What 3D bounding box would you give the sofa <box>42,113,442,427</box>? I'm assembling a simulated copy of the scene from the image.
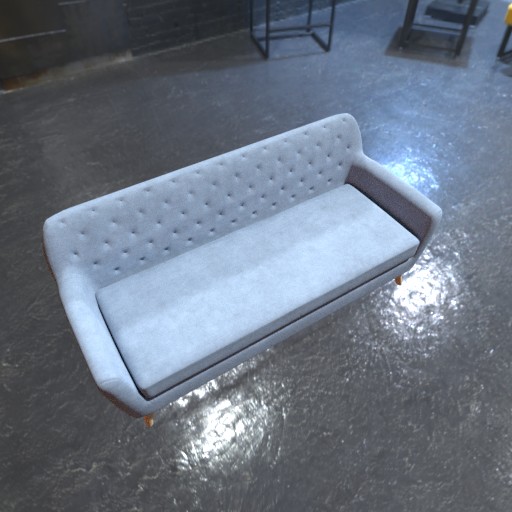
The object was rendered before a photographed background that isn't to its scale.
[{"bbox_3d":[0.000,0.000,2.425,1.970,0.830,0.830,-25,52,-21],"label":"sofa"}]
